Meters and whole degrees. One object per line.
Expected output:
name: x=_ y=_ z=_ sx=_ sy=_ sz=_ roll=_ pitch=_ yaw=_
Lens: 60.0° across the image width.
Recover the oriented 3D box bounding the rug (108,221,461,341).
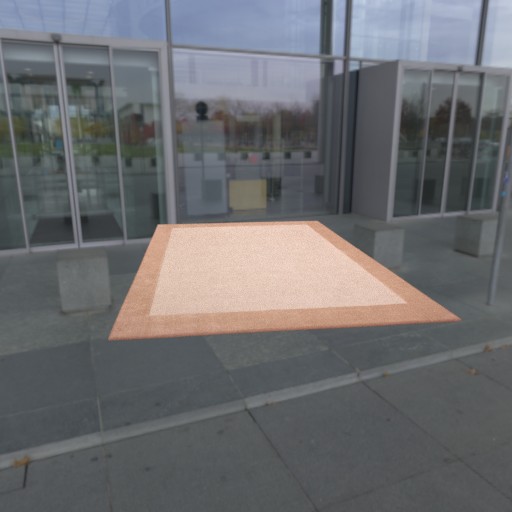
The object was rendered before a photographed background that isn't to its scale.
rug: x=0.000 y=0.000 z=3.043 sx=1.524 sy=0.014 sz=2.438 roll=-2 pitch=15 yaw=-7
